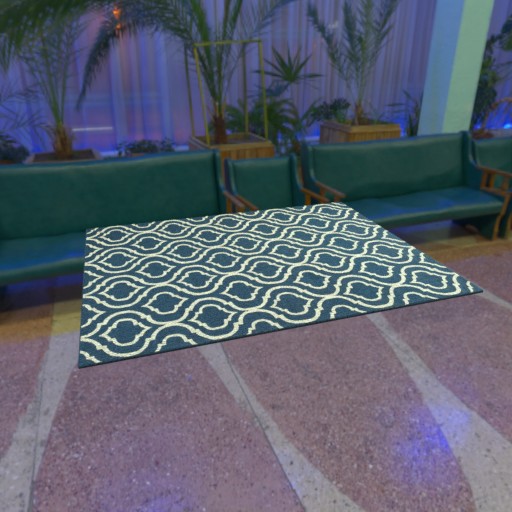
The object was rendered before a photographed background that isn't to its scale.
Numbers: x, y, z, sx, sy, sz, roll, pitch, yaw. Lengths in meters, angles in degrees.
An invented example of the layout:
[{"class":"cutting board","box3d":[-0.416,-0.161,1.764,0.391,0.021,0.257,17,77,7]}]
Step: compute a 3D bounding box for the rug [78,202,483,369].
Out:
[{"class":"rug","box3d":[0.000,0.000,3.919,2.881,0.020,2.270,-8,26,-16]}]
